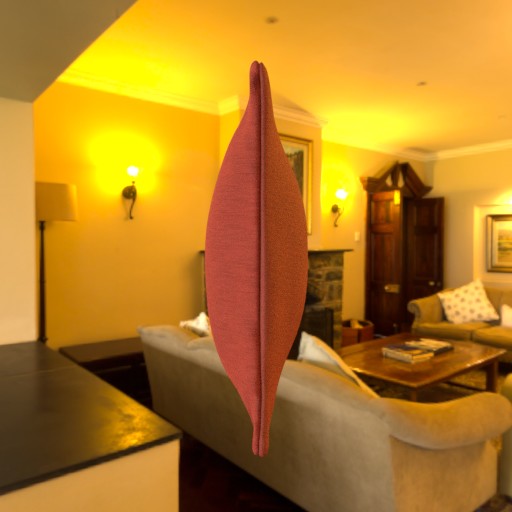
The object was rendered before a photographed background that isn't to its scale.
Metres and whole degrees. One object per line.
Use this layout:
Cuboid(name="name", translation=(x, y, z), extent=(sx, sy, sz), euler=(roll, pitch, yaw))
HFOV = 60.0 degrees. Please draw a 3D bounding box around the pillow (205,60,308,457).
Cuboid(name="pillow", translation=(0.000, 0.000, 0.675), extent=(0.151, 0.416, 0.435), euler=(0, 1, 1))
